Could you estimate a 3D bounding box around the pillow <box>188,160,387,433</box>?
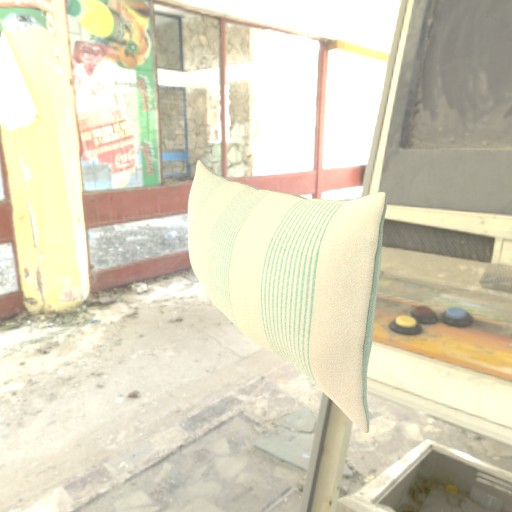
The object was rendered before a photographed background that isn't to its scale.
[{"bbox_3d":[0.000,0.000,0.744,0.151,0.287,0.610,-7,17,-24],"label":"pillow"}]
